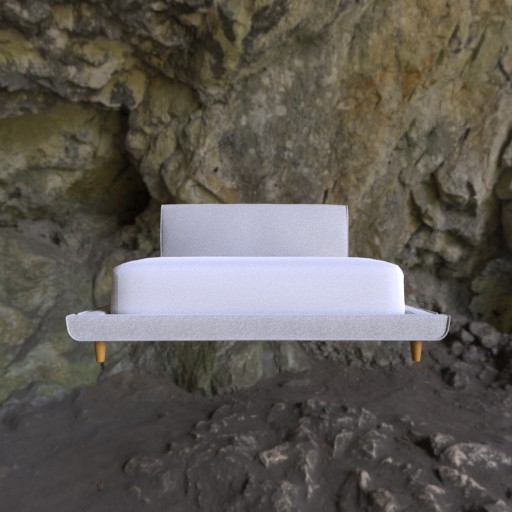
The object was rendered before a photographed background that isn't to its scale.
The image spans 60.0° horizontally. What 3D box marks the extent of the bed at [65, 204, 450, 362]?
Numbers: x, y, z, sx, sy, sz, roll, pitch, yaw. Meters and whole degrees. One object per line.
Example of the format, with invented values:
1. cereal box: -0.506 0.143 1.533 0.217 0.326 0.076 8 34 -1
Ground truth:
1. bed: 0.000 0.000 3.297 1.840 1.067 2.368 0 -1 -1
